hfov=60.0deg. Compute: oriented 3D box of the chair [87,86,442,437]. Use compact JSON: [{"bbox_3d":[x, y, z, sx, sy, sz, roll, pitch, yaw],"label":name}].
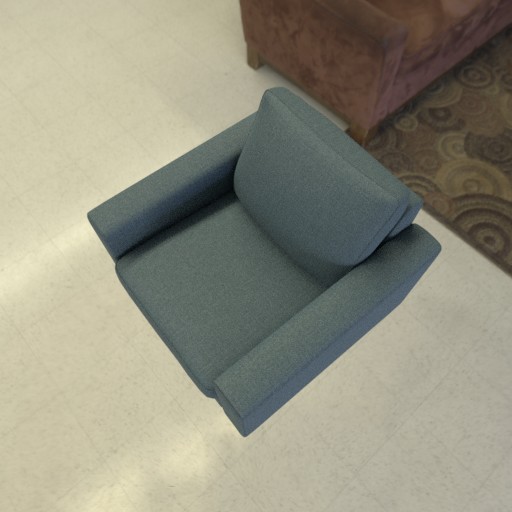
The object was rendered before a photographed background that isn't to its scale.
[{"bbox_3d":[0.000,0.000,1.906,1.038,1.010,1.024,-36,68,-17],"label":"chair"}]
